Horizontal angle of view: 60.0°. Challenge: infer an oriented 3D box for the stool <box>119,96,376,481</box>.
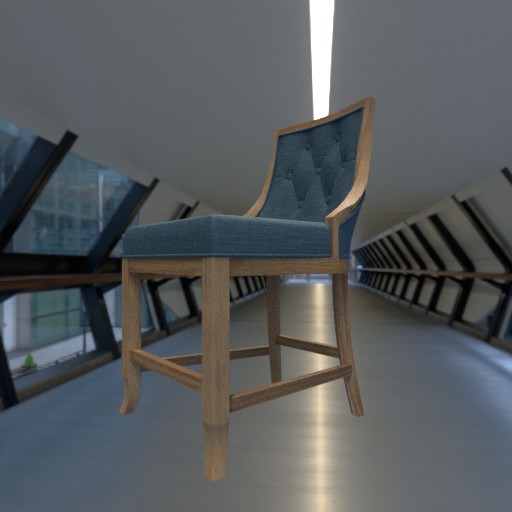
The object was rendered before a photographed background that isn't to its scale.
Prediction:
[{"bbox_3d":[0.000,0.000,1.309,0.626,0.938,0.524,0,-1,-37],"label":"stool"}]
